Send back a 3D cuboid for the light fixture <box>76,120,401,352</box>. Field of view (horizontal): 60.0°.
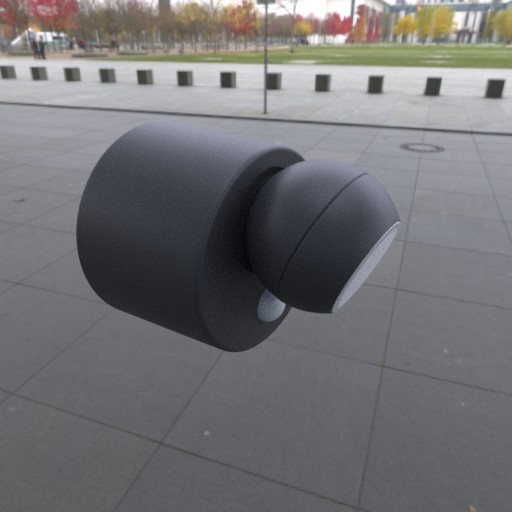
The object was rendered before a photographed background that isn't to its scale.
[{"bbox_3d":[0.000,0.000,0.267,0.160,0.143,0.134,17,31,32],"label":"light fixture"}]
